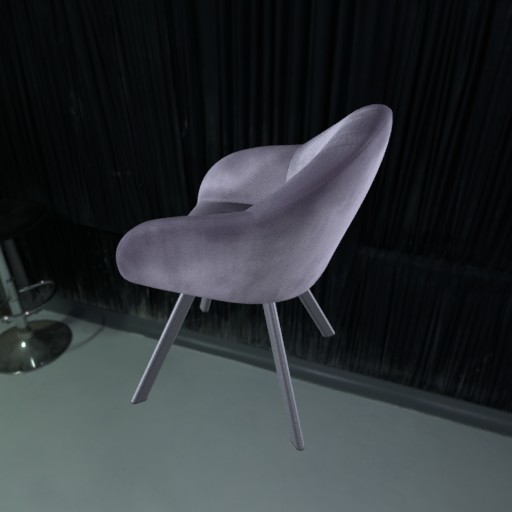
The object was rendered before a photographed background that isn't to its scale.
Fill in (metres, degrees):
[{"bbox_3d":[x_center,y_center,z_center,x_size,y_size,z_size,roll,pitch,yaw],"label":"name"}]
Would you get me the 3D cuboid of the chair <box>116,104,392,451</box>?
[{"bbox_3d":[0.000,0.000,1.176,0.590,0.795,0.550,9,31,16],"label":"chair"}]
